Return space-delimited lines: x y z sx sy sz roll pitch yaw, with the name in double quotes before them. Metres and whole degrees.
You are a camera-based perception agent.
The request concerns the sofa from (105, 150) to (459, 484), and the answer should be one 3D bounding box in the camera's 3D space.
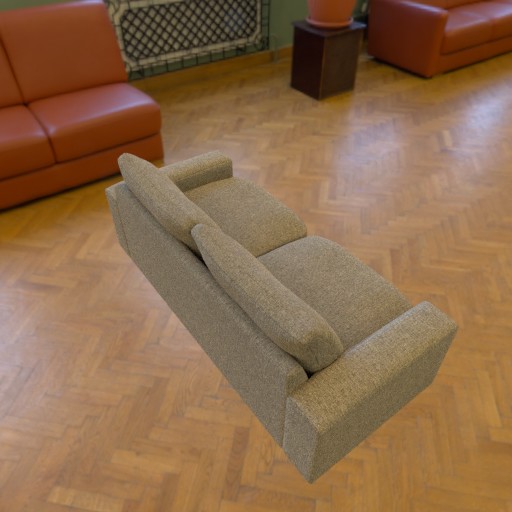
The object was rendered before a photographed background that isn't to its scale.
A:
"sofa" 0.000 0.000 2.825 1.040 0.922 2.299 -26 48 -26
